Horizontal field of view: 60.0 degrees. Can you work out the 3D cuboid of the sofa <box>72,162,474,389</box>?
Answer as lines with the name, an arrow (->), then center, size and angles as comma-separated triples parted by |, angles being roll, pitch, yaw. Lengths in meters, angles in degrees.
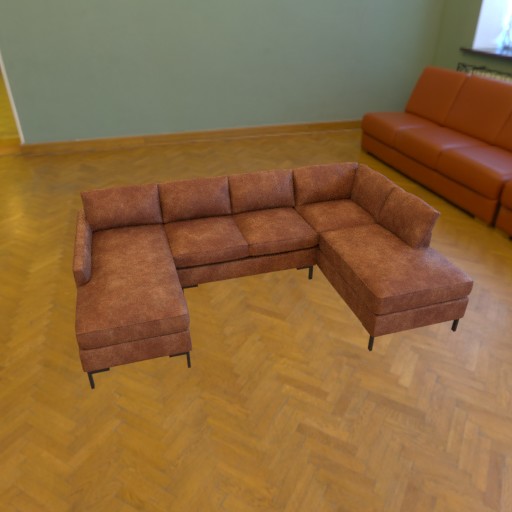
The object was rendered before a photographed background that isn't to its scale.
sofa -> 0.000, 0.000, 3.853 | 2.956, 0.900, 1.939 | -9, 32, -14
